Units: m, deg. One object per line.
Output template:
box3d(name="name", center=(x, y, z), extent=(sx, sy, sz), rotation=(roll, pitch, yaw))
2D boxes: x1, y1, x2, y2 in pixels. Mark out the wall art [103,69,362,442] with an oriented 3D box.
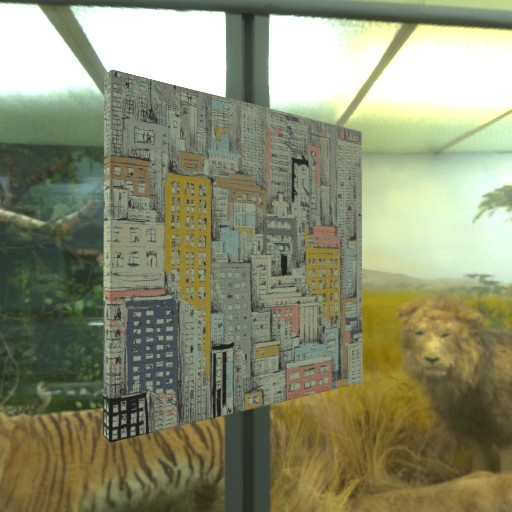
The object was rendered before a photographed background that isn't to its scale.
box3d(name="wall art", center=(0.000, 0.000, 1.138), extent=(0.761, 0.762, 0.048), rotation=(0, -1, -36))
